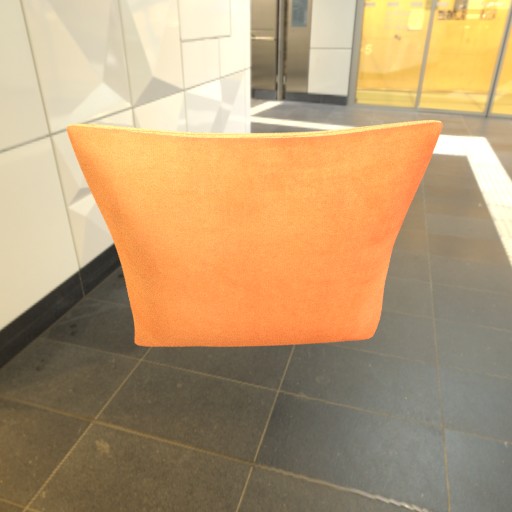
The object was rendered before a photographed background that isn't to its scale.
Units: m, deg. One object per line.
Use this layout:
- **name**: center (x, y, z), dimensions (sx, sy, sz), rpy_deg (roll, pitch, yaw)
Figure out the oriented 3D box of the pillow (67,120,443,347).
- **pillow**: center (0.000, 0.000, 0.641), dimensions (0.424, 0.401, 0.177), rpy_deg (-1, 29, -2)
